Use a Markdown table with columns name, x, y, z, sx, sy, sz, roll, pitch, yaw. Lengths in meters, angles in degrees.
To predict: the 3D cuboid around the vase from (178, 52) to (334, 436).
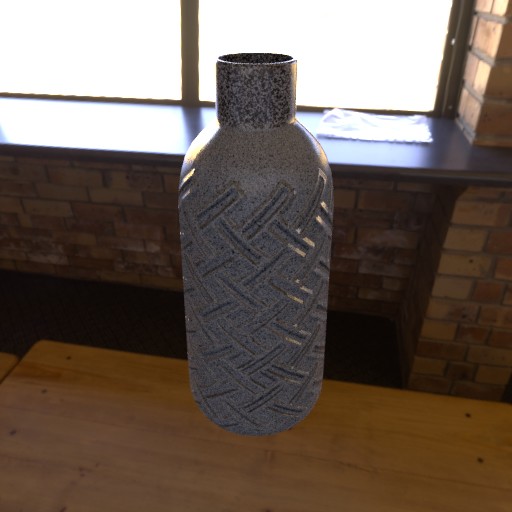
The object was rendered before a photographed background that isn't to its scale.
| name | x | y | z | sx | sy | sz | roll | pitch | yaw |
| --- | --- | --- | --- | --- | --- | --- | --- | --- | --- |
| vase | 0.000 | 0.000 | 0.342 | 0.122 | 0.282 | 0.122 | 0 | 32 | 0 |
